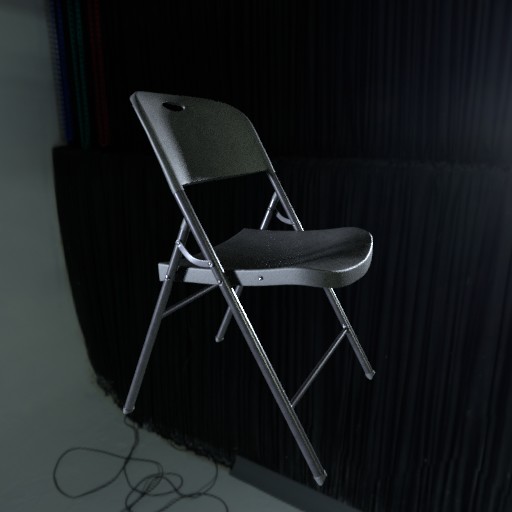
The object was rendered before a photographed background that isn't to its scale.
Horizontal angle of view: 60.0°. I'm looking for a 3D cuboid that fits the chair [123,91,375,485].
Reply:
[{"bbox_3d":[0.000,0.000,1.151,0.566,0.810,0.494,8,18,26],"label":"chair"}]
